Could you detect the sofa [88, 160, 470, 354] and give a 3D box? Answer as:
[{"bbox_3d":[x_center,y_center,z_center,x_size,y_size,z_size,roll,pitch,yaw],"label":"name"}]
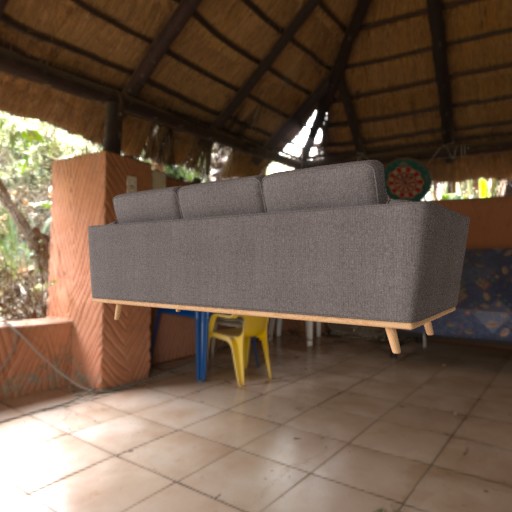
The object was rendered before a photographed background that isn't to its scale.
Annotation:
[{"bbox_3d":[0.000,0.000,2.830,2.362,0.899,0.903,0,-1,35],"label":"sofa"}]
